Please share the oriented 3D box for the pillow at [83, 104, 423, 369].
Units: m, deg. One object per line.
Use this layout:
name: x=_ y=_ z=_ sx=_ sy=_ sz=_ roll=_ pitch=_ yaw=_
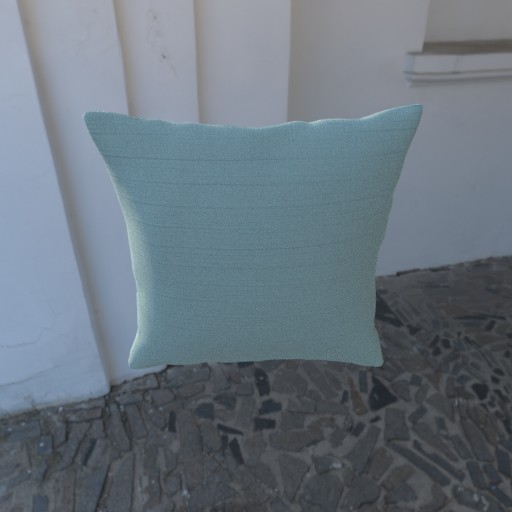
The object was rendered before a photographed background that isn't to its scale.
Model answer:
pillow: x=0.000 y=0.000 z=0.715 sx=0.470 sy=0.464 sz=0.175 roll=-1 pitch=29 yaw=-2
